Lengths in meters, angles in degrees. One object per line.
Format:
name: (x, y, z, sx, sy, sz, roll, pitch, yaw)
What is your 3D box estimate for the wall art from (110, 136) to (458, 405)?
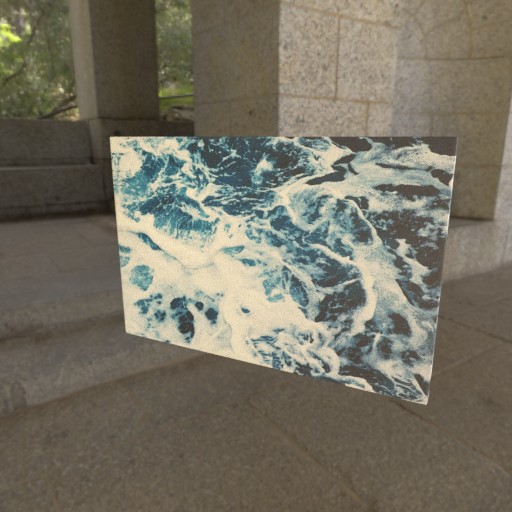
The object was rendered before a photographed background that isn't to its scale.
wall art: (0.000, 0.000, 1.174, 0.915, 0.610, 0.042, 7, 17, 25)
